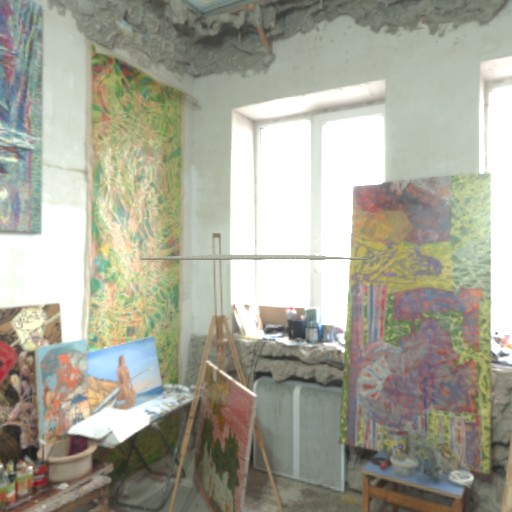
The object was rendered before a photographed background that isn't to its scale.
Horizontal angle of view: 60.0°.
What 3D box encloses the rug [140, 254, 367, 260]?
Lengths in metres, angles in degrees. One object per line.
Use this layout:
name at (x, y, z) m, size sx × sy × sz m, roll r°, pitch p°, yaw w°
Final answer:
rug at (0.000, 0.000, 2.733) m, size 0.806 × 0.006 × 2.431 m, roll 0°, pitch 0°, yaw 1°
